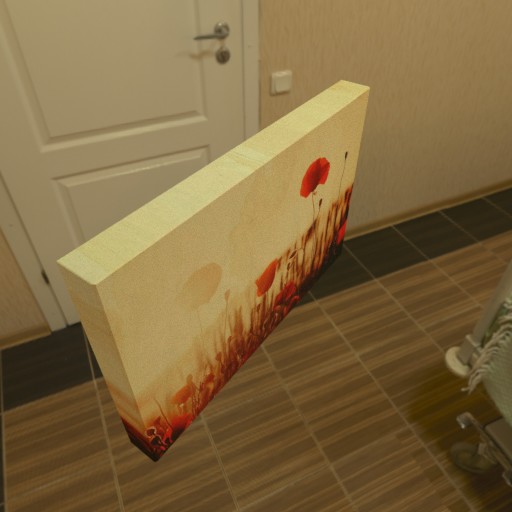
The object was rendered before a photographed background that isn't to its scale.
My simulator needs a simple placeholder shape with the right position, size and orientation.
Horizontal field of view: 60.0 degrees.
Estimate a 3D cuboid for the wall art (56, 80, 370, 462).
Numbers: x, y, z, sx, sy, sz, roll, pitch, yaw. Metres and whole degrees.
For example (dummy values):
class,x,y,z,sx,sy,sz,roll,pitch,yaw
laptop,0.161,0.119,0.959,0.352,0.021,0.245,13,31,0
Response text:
class,x,y,z,sx,sy,sz,roll,pitch,yaw
wall art,0.000,0.000,0.474,0.037,0.251,0.383,26,48,26
